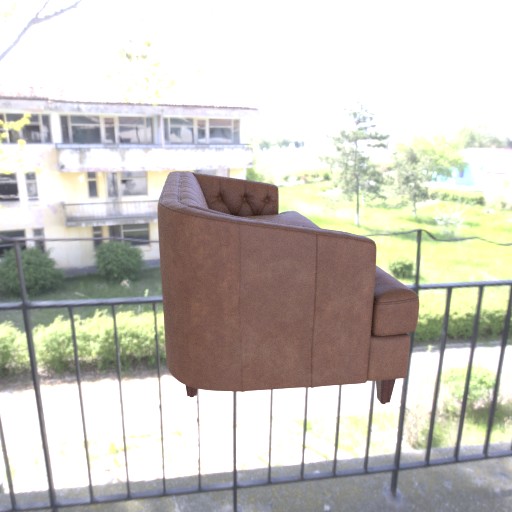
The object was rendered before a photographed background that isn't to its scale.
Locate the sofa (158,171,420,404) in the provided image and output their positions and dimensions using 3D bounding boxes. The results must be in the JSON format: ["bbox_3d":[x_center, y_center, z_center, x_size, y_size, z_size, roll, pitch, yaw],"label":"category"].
[{"bbox_3d":[0.000,0.000,2.329,0.914,0.786,1.755,-2,16,-9],"label":"sofa"}]
